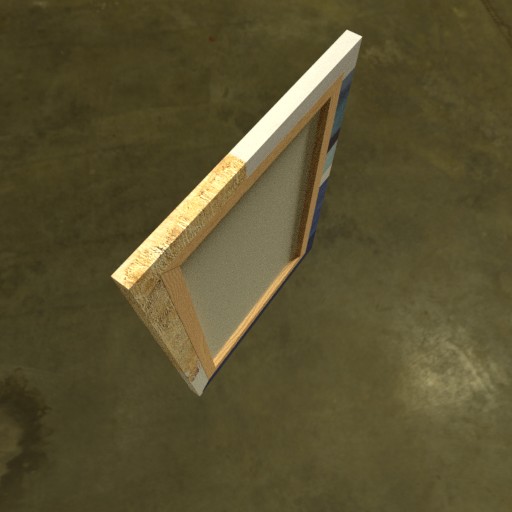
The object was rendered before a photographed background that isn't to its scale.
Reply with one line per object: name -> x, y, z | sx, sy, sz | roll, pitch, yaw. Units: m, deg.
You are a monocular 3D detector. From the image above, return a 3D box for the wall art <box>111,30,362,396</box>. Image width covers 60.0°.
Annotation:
wall art -> 0.000, 0.000, 0.795 | 0.026, 0.613, 0.458 | 33, 68, 15
